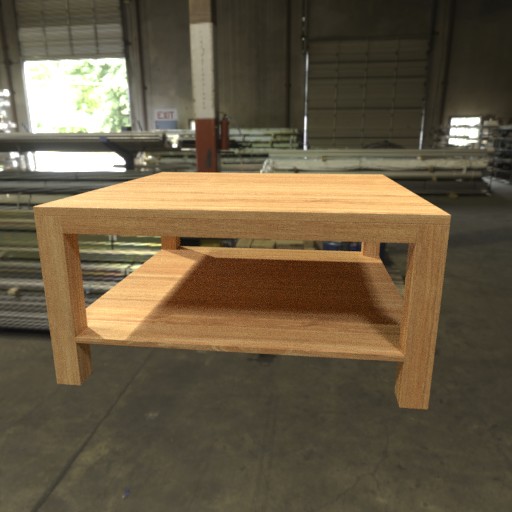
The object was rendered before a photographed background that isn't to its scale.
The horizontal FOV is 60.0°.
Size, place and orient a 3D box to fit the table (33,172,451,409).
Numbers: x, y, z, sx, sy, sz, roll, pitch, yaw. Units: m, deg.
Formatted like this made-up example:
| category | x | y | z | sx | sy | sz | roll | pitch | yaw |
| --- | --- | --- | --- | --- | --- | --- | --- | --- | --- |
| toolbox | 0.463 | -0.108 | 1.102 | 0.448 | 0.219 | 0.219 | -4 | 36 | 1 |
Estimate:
| category | x | y | z | sx | sy | sz | roll | pitch | yaw |
| --- | --- | --- | --- | --- | --- | --- | --- | --- | --- |
| table | 0.000 | 0.000 | 1.434 | 0.900 | 0.450 | 0.900 | 2 | 16 | 7 |
